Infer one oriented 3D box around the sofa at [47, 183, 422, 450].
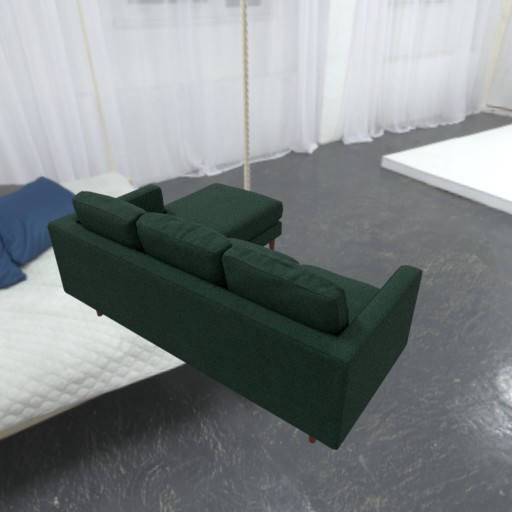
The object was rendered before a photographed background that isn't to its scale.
[{"bbox_3d":[0.000,0.000,2.838,2.030,0.899,1.580,20,36,31],"label":"sofa"}]
